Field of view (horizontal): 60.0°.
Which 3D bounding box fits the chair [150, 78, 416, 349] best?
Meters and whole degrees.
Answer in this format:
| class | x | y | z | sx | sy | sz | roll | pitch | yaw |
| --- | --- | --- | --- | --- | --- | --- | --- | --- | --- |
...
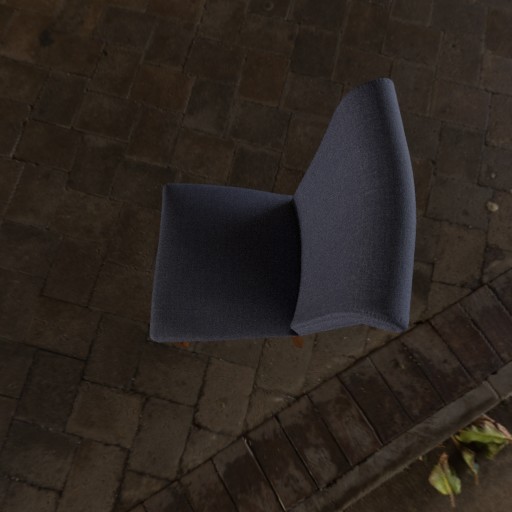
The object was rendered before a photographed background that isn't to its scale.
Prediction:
| class | x | y | z | sx | sy | sz | roll | pitch | yaw |
| --- | --- | --- | --- | --- | --- | --- | --- | --- | --- |
| chair | 0.000 | 0.000 | 1.300 | 0.608 | 0.988 | 0.513 | 2 | 75 | 0 |
